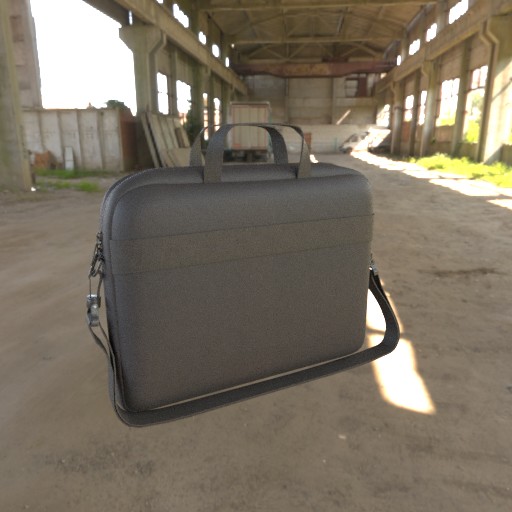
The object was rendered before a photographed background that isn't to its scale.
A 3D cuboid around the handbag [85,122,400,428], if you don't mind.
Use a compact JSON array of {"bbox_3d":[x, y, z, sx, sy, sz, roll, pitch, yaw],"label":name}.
[{"bbox_3d":[0.000,0.000,0.578,0.429,0.330,0.126,-8,17,-26],"label":"handbag"}]
